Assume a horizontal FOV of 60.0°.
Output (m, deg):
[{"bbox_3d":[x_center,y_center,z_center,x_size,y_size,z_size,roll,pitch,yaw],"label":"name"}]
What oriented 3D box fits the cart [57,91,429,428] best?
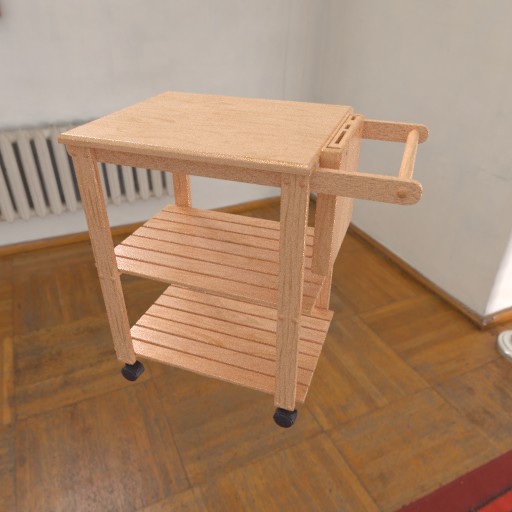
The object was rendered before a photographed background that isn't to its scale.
[{"bbox_3d":[0.000,0.000,1.343,0.843,0.816,0.520,11,33,17],"label":"cart"}]
